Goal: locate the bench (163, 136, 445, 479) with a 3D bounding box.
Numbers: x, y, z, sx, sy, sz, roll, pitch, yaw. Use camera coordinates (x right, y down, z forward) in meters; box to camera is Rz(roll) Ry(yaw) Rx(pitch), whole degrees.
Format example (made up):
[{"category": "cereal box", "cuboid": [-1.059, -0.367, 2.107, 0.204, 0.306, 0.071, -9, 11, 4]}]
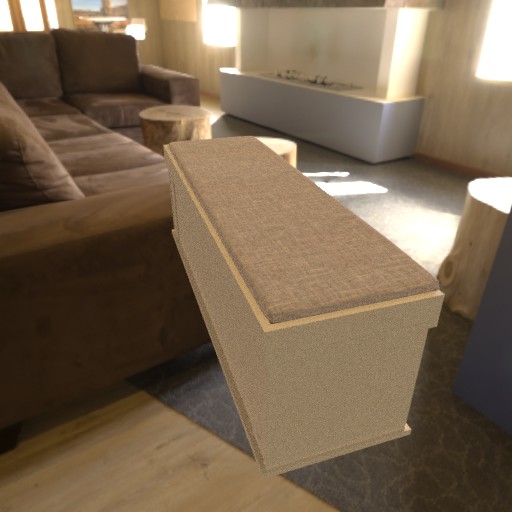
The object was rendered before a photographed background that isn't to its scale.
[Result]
[{"category": "bench", "cuboid": [0.000, 0.000, 1.365, 0.363, 0.453, 1.196, -9, 30, -16]}]
